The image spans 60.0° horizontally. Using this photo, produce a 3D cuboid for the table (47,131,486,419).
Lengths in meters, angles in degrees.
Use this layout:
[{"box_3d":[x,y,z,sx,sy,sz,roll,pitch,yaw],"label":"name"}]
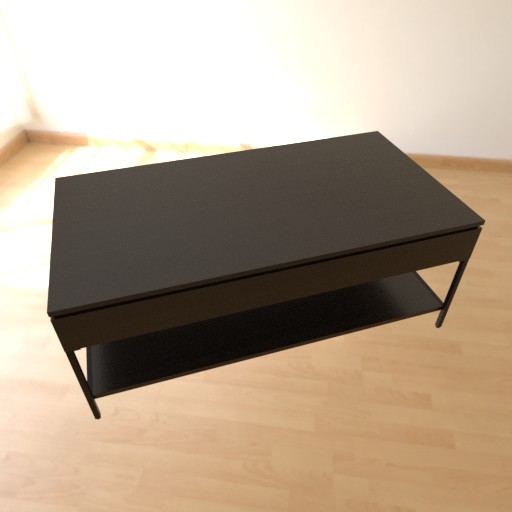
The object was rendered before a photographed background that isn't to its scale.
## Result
[{"box_3d":[0.000,0.000,1.398,1.095,0.435,0.574,-11,42,-13],"label":"table"}]
